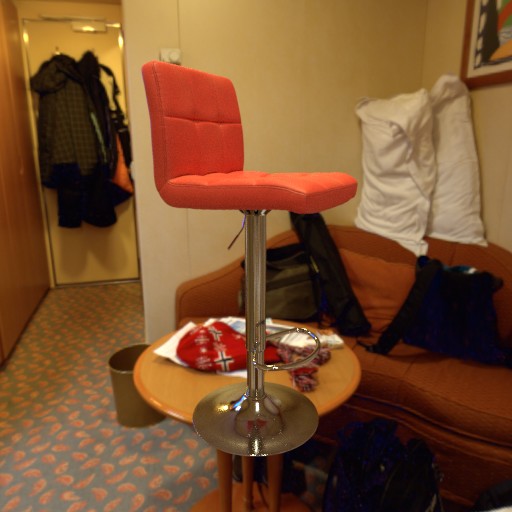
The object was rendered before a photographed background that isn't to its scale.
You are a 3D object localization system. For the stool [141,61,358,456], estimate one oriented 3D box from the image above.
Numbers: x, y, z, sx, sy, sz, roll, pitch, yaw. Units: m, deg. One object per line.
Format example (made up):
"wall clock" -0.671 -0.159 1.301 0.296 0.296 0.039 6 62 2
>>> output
"stool" 0.000 0.000 1.373 0.505 1.115 0.430 7 15 28
